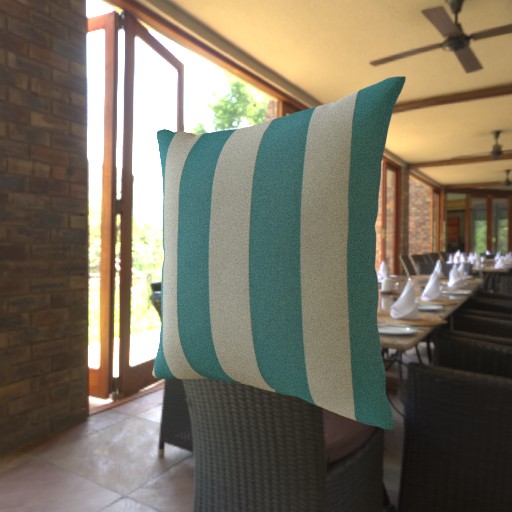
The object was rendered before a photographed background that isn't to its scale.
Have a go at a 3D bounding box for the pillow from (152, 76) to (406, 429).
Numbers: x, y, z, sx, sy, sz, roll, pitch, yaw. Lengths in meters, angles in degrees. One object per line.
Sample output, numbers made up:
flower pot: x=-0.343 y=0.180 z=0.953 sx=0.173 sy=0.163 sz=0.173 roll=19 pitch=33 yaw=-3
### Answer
pillow: x=0.000 y=0.000 z=0.800 sx=0.536 sy=0.526 sz=0.189 roll=1 pitch=1 yaw=35
